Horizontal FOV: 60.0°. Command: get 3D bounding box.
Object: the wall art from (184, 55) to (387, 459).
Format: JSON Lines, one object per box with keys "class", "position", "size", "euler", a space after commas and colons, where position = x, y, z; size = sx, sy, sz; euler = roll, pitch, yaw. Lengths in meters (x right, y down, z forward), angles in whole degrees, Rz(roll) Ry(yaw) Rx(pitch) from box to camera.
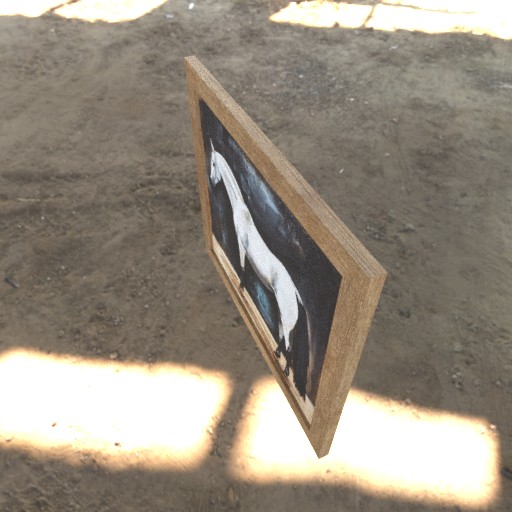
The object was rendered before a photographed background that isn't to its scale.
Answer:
{"class": "wall art", "position": [0.000, 0.000, 0.950], "size": [0.026, 0.588, 0.690], "euler": [-18, 49, -17]}
